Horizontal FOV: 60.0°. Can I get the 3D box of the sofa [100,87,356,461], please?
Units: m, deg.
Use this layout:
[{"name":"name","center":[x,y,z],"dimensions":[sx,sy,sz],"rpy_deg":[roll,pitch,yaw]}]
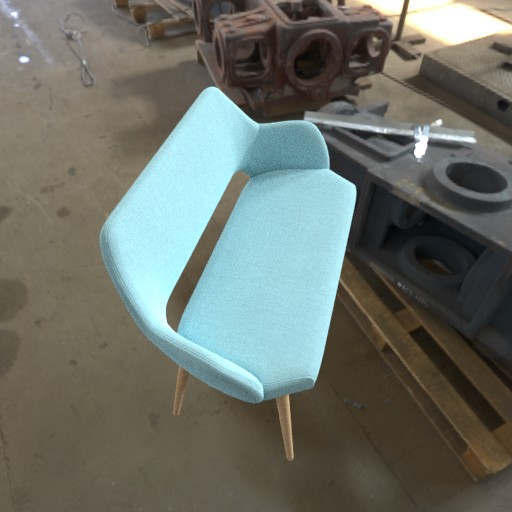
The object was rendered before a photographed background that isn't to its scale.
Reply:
[{"name":"sofa","center":[0.000,0.000,1.601],"dimensions":[0.610,0.840,1.150],"rpy_deg":[12,49,11]}]
